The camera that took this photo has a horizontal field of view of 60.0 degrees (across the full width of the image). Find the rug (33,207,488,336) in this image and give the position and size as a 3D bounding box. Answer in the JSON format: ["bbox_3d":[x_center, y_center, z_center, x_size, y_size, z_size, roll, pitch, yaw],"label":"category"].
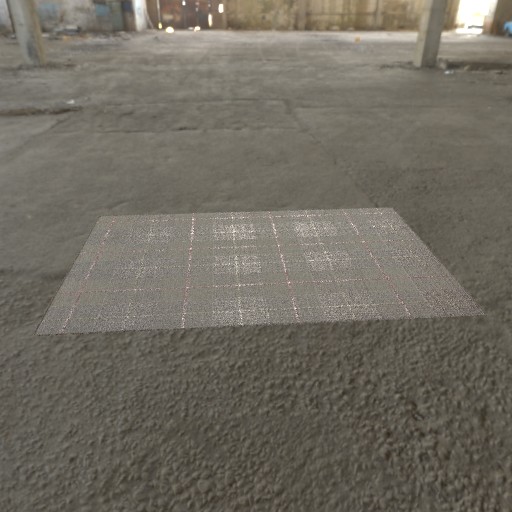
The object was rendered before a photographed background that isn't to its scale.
[{"bbox_3d":[0.000,0.000,3.050,2.464,0.010,1.549,-2,29,-4],"label":"rug"}]
